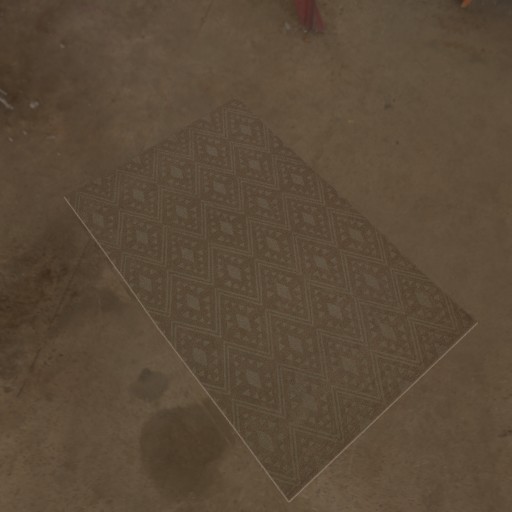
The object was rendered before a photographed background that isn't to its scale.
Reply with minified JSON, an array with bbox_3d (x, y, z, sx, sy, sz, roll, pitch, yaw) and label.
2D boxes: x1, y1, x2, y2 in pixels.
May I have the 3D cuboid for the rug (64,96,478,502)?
[{"bbox_3d":[0.000,0.000,2.927,1.553,0.053,2.430,-36,69,-16],"label":"rug"}]
